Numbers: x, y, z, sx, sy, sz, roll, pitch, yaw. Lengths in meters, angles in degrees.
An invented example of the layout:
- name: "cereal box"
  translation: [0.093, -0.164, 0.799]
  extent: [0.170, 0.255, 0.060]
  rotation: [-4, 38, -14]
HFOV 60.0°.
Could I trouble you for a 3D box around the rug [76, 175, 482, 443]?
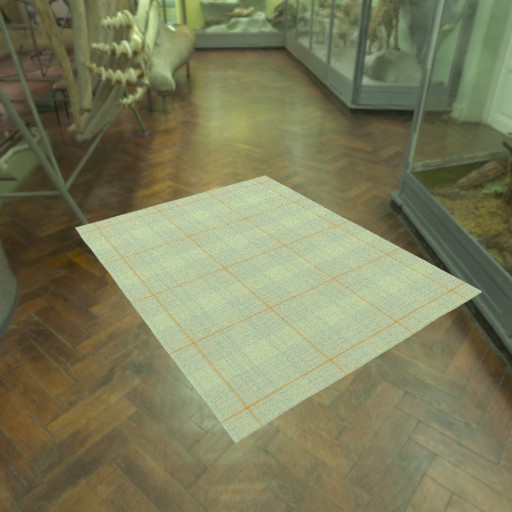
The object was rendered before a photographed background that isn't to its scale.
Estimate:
- name: "rug"
  translation: [0.000, 0.000, 4.130]
  extent: [2.448, 0.021, 3.051]
  rotation: [-21, 38, -29]
